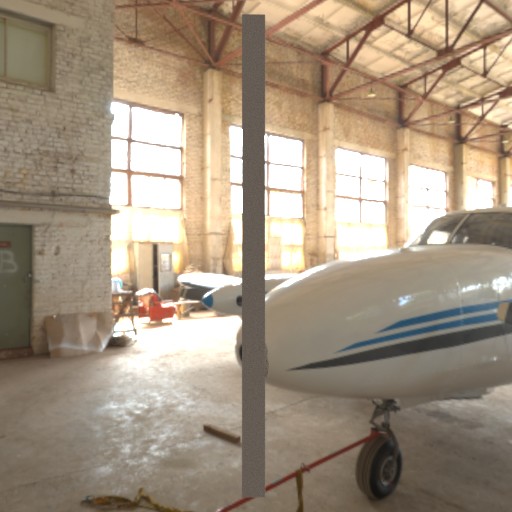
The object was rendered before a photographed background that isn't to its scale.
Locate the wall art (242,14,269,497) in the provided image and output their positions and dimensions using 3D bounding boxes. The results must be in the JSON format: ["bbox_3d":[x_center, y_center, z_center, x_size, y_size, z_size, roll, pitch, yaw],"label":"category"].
[{"bbox_3d":[0.000,0.000,1.006,0.055,0.763,0.611,0,0,-1],"label":"wall art"}]
